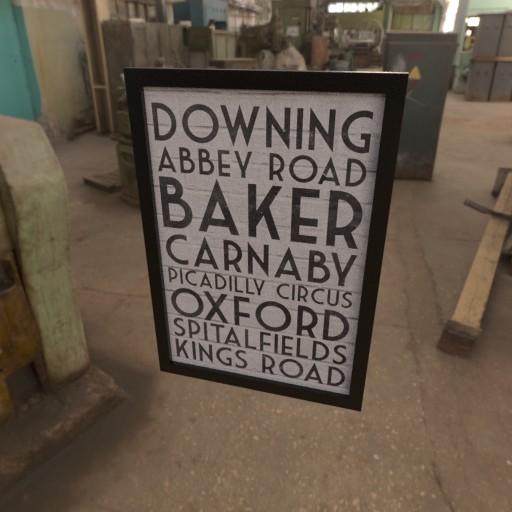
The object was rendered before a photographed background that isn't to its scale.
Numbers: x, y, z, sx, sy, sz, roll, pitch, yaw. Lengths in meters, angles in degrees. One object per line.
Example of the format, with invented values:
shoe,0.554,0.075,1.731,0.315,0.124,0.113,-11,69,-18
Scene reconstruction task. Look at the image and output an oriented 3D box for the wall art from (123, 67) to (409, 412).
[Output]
wall art,0.000,0.000,0.846,0.462,0.656,0.019,7,27,14
